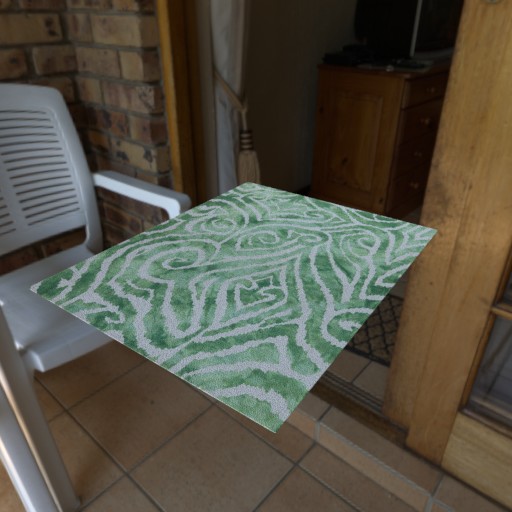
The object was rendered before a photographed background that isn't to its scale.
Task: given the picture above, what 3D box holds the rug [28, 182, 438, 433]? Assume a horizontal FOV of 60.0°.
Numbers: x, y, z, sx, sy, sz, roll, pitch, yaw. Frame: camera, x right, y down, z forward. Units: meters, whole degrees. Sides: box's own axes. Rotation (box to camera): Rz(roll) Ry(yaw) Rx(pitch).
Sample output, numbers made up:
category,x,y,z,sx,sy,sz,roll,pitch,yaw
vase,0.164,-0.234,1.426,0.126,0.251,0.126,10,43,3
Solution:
category,x,y,z,sx,sy,sz,roll,pitch,yaw
rug,0.000,0.000,4.108,2.436,0.007,3.045,20,35,30
